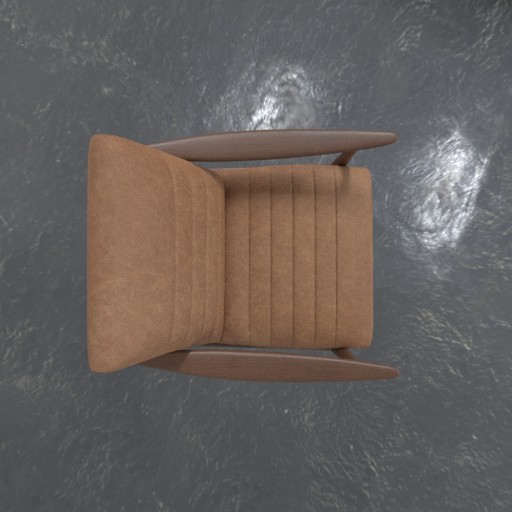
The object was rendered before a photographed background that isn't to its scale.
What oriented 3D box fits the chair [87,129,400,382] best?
[{"bbox_3d":[0.000,0.000,1.424,0.798,0.832,0.741,0,89,-1],"label":"chair"}]
